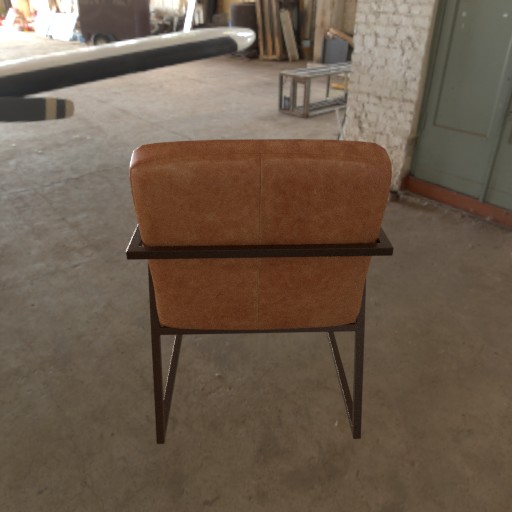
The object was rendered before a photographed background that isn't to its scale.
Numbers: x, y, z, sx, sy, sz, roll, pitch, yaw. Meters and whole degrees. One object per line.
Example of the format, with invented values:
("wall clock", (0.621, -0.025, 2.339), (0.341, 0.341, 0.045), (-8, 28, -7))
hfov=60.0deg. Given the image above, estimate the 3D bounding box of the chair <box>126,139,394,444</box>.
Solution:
("chair", (0.000, 0.000, 1.286), (0.571, 0.832, 0.677), (-1, 31, -1))
